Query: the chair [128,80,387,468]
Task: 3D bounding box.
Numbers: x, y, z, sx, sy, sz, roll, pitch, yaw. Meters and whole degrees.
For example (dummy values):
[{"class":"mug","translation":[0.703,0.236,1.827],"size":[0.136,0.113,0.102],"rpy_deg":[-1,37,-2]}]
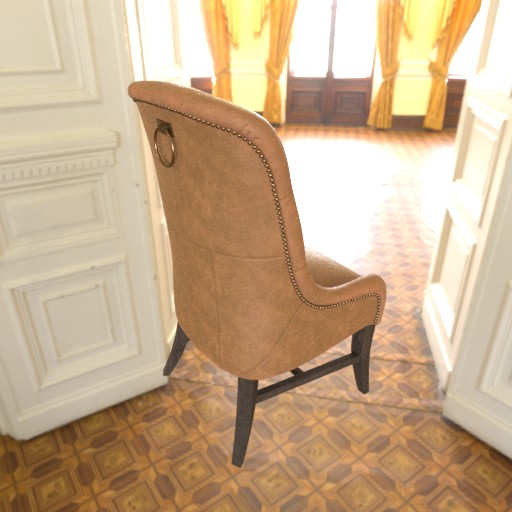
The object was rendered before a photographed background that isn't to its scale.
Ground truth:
[{"class":"chair","translation":[0.000,0.000,1.439],"size":[0.629,1.091,0.634],"rpy_deg":[-19,33,-32]}]
